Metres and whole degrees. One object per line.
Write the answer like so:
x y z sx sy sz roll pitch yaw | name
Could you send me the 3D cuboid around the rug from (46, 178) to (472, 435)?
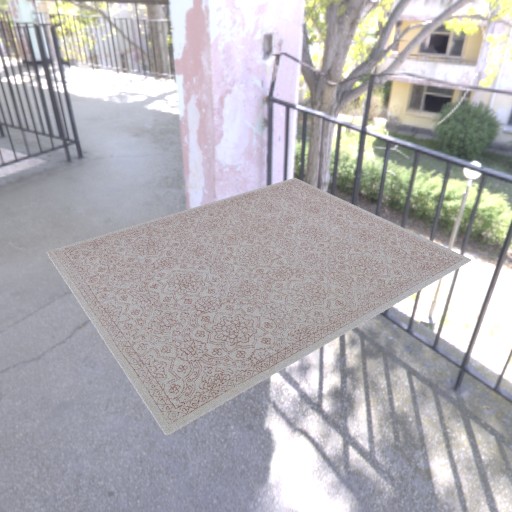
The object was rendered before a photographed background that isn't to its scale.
0.000 0.000 4.058 3.050 0.015 2.441 -21 38 -30 | rug
